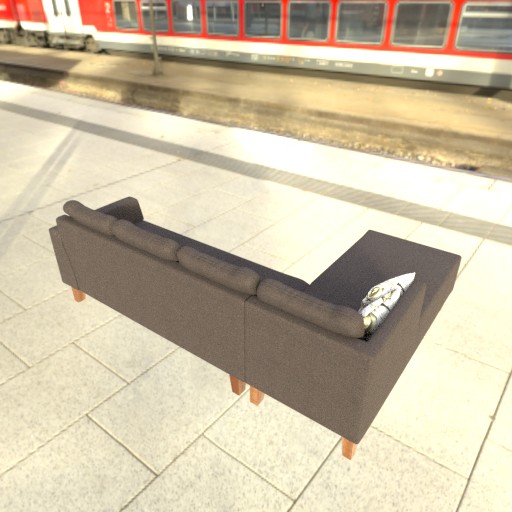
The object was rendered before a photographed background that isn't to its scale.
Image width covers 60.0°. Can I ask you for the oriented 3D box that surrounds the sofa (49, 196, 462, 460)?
[{"bbox_3d":[0.000,0.000,3.513,2.679,0.932,1.829,20,36,30],"label":"sofa"}]
